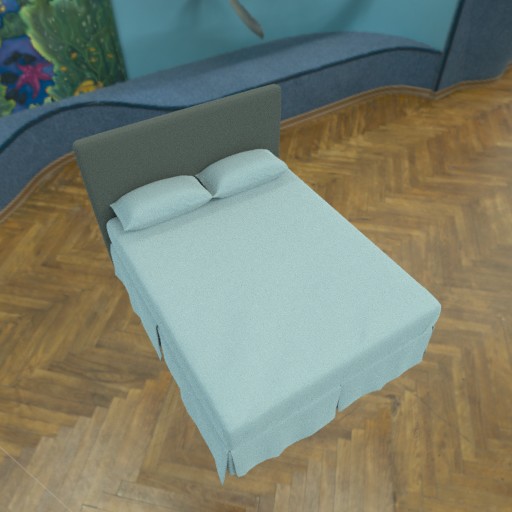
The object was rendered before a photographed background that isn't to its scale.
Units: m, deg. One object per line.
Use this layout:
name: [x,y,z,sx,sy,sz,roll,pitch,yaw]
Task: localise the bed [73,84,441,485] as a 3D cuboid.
bed: [0.000,0.000,3.170,1.748,1.330,2.142,-24,51,-21]
